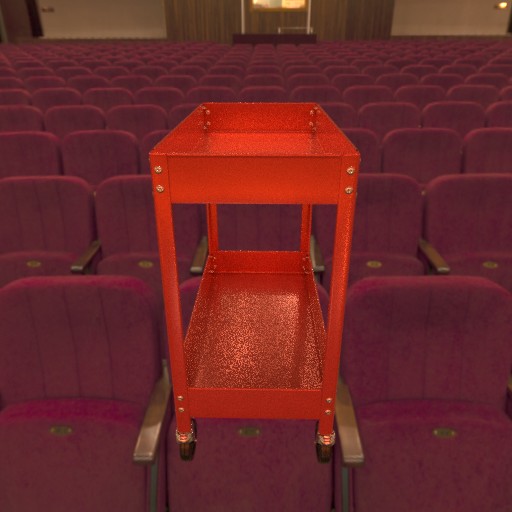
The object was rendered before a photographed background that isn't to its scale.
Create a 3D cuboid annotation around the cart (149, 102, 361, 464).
[{"bbox_3d":[0.000,0.000,1.193,0.366,0.719,0.779,1,26,1],"label":"cart"}]
